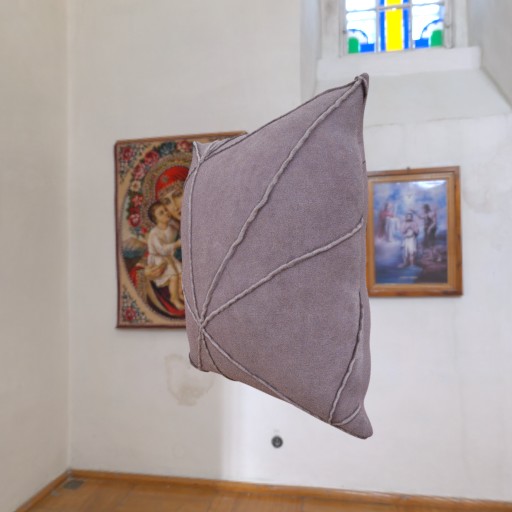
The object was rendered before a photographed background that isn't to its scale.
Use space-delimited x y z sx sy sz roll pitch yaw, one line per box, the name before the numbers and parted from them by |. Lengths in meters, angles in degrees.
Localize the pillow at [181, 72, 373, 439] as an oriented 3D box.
pillow | 0.000 0.000 0.687 0.185 0.440 0.439 0 0 -35
